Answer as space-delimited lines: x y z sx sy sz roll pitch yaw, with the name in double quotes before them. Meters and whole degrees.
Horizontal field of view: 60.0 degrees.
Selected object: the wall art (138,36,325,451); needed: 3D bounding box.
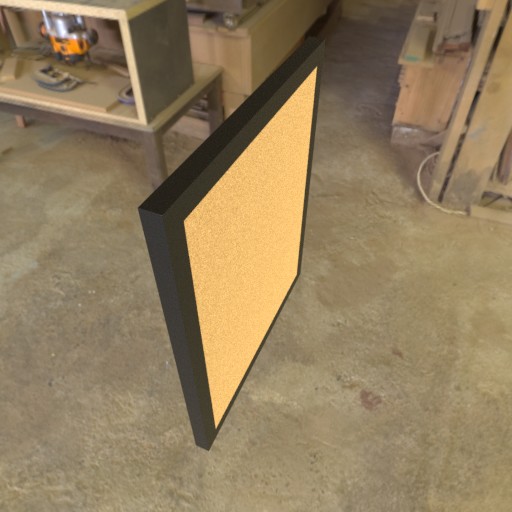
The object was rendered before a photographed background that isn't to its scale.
"wall art" 0.000 0.000 0.690 0.025 0.508 0.432 18 48 17
